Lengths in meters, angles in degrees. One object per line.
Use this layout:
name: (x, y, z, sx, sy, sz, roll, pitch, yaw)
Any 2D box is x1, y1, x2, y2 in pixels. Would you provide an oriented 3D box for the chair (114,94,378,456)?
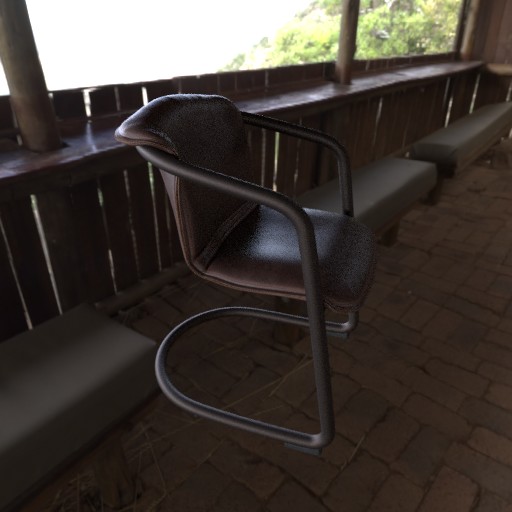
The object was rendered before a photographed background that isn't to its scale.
chair: (0.000, 0.000, 1.257, 0.664, 0.836, 0.536, 9, 30, 16)
